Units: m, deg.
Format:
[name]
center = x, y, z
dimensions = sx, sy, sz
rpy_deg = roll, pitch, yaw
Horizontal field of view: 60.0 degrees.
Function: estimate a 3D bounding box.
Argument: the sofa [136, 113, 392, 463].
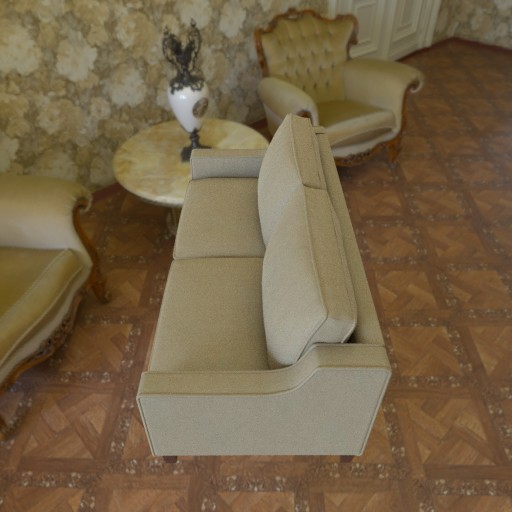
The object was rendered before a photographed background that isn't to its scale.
[sofa]
center = 0.000, 0.000, 2.770
dimensions = 1.066, 1.071, 2.178
rpy_deg = 0, 41, 0
